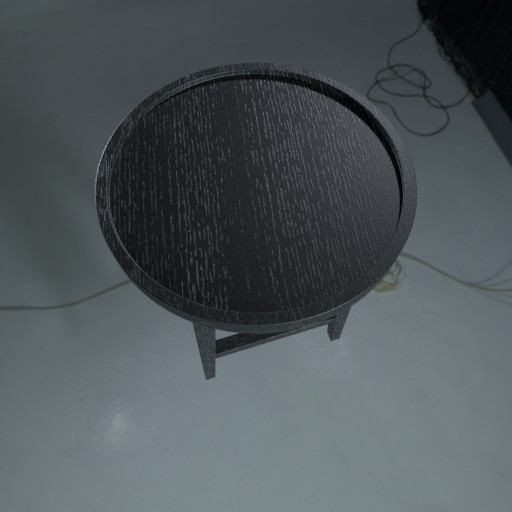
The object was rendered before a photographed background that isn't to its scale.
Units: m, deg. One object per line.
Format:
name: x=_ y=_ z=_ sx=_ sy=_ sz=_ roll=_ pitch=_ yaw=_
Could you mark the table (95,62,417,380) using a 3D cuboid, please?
table: x=0.000 y=0.000 z=0.760 sx=0.399 sy=0.460 sz=0.399 roll=0 pitch=63 yaw=0
